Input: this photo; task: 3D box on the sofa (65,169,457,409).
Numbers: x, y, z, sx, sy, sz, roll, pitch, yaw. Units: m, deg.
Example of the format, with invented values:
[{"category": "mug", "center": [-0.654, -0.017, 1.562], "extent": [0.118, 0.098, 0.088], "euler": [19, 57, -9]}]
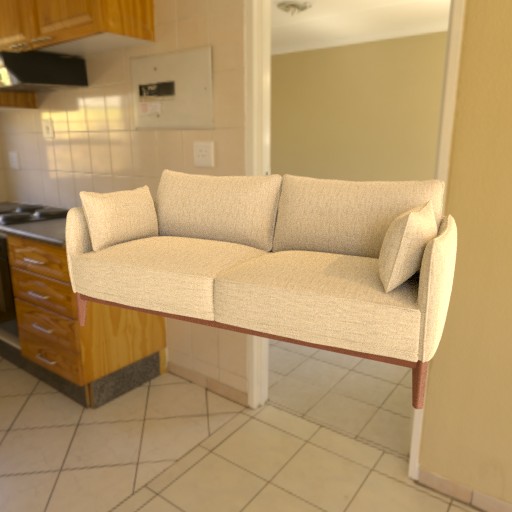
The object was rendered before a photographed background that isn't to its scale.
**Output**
[{"category": "sofa", "center": [0.000, 0.000, 2.445], "extent": [1.989, 0.860, 0.991], "euler": [7, 16, 25]}]
